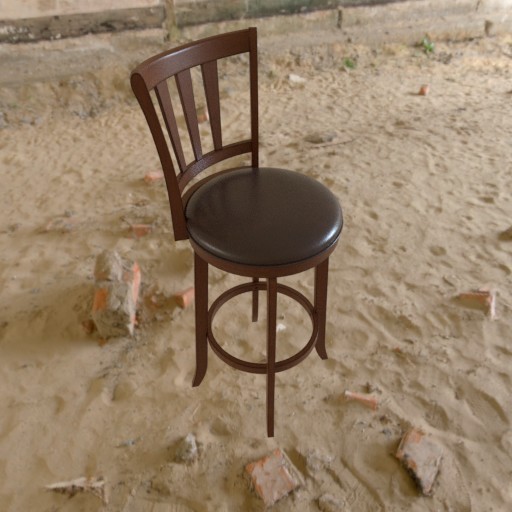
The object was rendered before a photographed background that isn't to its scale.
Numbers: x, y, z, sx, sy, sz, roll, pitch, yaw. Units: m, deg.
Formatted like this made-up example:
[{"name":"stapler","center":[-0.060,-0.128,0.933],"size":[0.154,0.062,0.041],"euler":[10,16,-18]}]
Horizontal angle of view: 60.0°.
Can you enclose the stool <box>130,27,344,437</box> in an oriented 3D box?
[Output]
[{"name":"stool","center":[0.000,0.000,1.384],"size":[0.503,1.177,0.464],"euler":[25,47,26]}]
